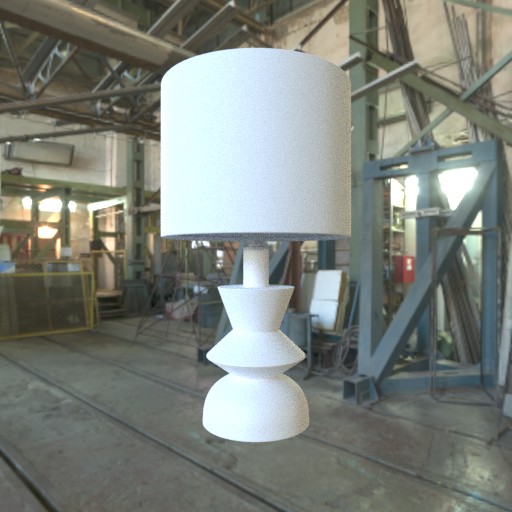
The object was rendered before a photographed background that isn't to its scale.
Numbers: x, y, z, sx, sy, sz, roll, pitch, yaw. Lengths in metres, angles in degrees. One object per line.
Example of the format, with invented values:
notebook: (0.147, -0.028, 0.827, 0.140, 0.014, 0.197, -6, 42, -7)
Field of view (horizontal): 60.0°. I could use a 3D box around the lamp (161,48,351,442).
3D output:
lamp: (0.000, 0.000, 0.717, 0.301, 0.533, 0.301, 0, 0, 1)
